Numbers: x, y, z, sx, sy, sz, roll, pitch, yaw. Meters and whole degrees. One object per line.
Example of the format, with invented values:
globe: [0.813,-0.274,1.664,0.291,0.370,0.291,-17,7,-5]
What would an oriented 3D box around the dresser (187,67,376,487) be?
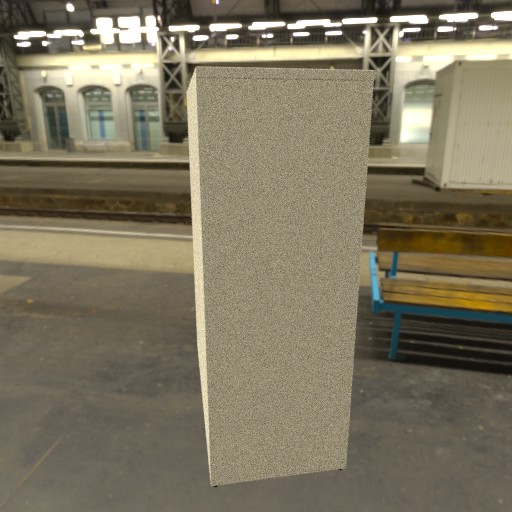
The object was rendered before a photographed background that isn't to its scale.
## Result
dresser: [0.000,0.000,1.436,0.380,1.040,0.800,-3,17,-9]
